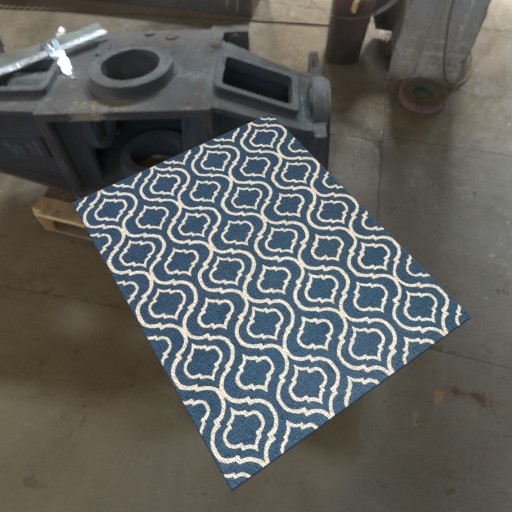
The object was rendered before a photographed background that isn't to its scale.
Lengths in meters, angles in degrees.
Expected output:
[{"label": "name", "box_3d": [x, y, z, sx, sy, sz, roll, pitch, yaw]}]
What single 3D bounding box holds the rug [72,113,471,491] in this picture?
[{"label": "rug", "box_3d": [0.000, 0.000, 3.880, 2.270, 0.020, 2.881, -29, 63, -17]}]
